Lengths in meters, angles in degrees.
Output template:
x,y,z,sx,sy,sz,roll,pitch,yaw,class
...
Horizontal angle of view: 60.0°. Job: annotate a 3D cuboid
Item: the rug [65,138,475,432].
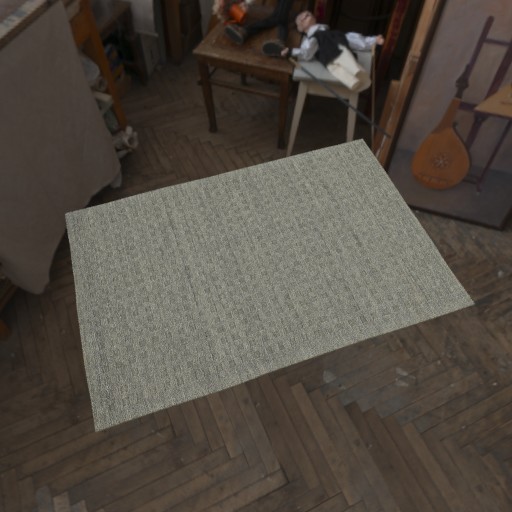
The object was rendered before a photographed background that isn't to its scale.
x,y,z,sx,sy,sz,roll,pitch,yaw,class
0.000,0.000,2.893,2.297,0.018,1.532,-16,59,-10,rug
